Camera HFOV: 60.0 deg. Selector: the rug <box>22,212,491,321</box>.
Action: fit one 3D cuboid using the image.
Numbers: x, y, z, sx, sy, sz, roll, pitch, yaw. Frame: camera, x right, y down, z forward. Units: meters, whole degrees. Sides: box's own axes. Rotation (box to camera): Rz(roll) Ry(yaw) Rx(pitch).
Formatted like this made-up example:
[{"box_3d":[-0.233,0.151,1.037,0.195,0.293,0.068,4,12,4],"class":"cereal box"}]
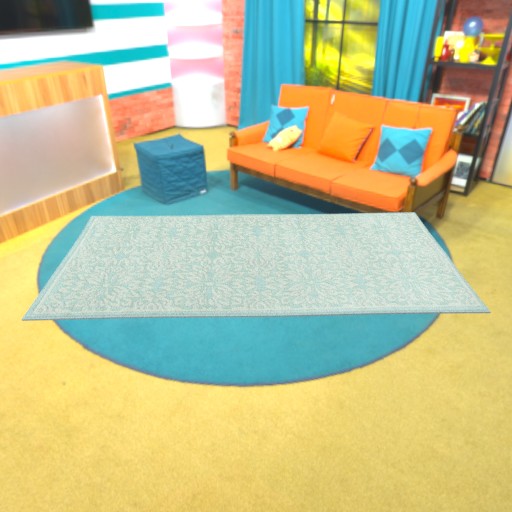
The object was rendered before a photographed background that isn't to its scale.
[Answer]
[{"box_3d":[0.000,0.000,1.407,1.219,0.007,0.604,-1,31,-1],"class":"rug"}]
